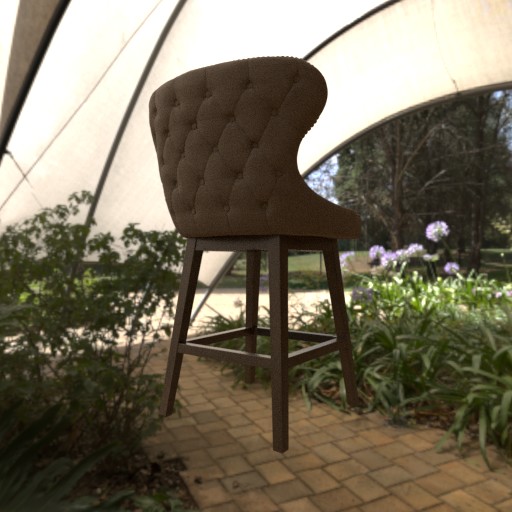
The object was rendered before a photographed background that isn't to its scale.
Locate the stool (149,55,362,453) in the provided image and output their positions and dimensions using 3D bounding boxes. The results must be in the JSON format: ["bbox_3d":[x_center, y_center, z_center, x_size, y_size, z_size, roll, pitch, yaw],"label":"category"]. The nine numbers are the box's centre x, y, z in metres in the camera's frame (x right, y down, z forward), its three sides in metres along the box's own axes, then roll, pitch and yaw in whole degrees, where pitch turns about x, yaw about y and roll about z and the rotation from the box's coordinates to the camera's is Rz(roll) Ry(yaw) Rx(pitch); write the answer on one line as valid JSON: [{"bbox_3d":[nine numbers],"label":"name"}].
[{"bbox_3d":[0.000,0.000,1.377,0.615,0.972,0.597,0,0,36],"label":"stool"}]
